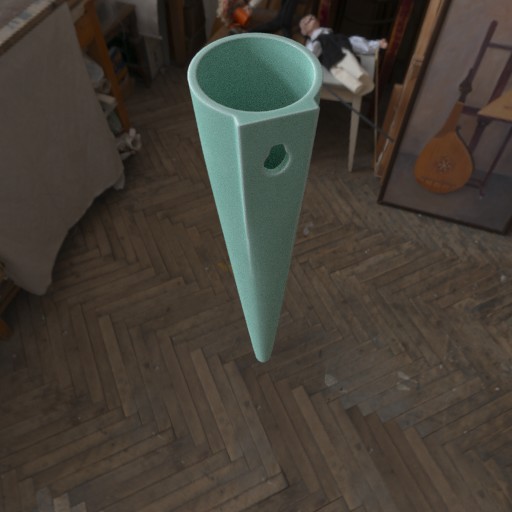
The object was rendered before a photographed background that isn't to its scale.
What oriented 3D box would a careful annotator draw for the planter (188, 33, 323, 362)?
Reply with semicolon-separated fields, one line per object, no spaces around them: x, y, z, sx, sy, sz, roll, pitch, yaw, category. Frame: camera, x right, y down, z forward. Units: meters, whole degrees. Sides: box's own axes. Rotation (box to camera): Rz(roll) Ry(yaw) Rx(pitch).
0.000;0.000;0.288;0.054;0.268;0.055;-16;58;-10;planter
